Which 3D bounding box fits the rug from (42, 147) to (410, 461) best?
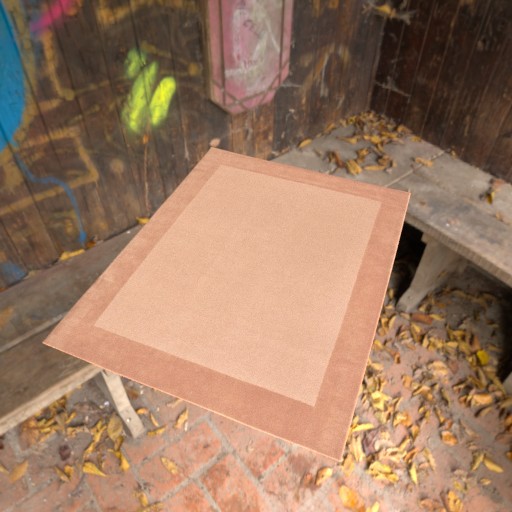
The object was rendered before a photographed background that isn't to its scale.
[{"bbox_3d":[0.000,0.000,4.176,2.431,0.021,3.057,16,48,15],"label":"rug"}]
